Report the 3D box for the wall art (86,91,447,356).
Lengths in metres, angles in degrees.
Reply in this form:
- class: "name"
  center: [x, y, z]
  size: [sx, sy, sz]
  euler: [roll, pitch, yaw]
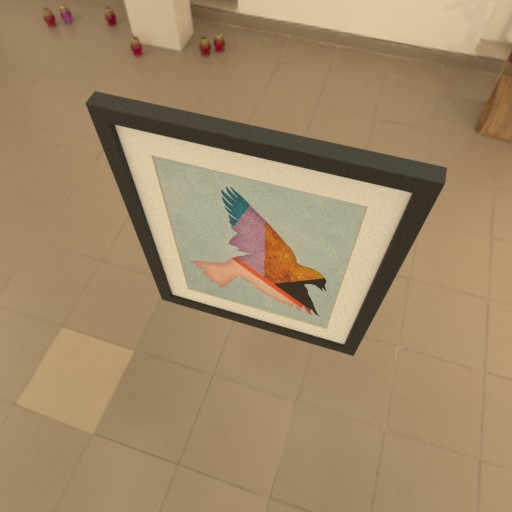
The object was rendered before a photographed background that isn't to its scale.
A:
- class: "wall art"
  center: [0.000, 0.000, 0.779]
  size: [0.457, 0.558, 0.028]
  euler: [15, 59, 9]
